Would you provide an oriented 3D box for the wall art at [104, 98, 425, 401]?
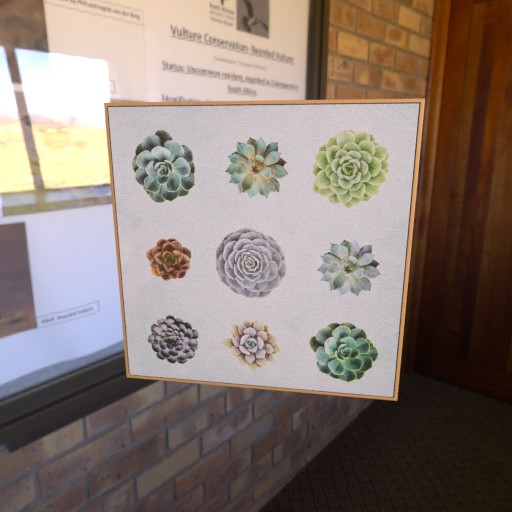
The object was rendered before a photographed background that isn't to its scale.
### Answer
[{"bbox_3d":[0.000,0.000,0.687,0.457,0.455,0.013,2,15,9],"label":"wall art"}]
